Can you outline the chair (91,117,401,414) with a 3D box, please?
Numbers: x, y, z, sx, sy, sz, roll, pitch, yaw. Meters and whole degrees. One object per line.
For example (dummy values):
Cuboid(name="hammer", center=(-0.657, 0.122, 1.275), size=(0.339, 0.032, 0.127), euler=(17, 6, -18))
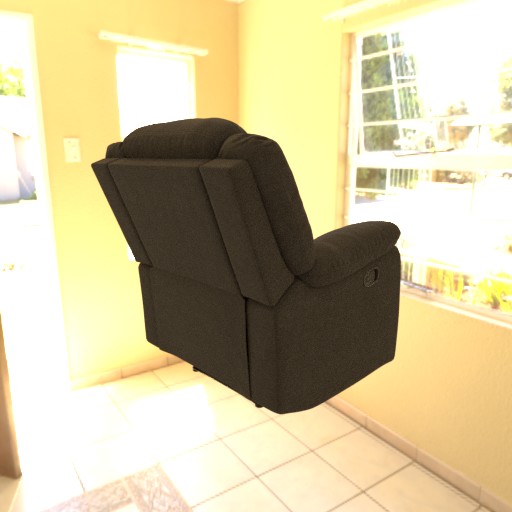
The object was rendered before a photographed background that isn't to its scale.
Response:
Cuboid(name="chair", center=(0.000, 0.000, 1.756), size=(0.944, 1.008, 0.899), euler=(-12, 18, -43))
